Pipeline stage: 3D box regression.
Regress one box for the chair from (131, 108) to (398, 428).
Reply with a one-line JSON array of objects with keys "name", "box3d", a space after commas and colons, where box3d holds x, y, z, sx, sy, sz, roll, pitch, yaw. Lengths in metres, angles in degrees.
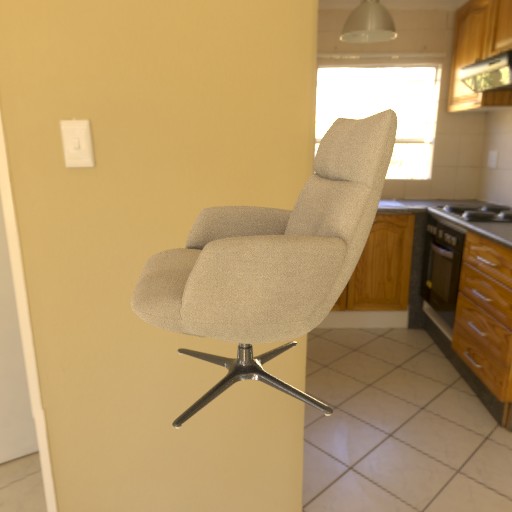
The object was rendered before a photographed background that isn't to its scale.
[{"name": "chair", "box3d": [0.000, 0.000, 1.645, 0.889, 1.016, 0.711, -2, 15, -8]}]
